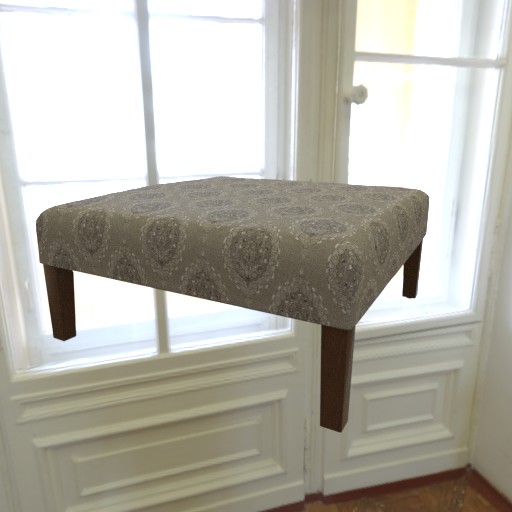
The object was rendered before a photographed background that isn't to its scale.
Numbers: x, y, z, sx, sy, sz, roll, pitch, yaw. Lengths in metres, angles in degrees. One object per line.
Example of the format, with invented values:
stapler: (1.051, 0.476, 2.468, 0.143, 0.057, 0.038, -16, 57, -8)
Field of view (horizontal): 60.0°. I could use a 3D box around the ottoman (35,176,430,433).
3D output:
ottoman: (0.000, 0.000, 1.399, 0.889, 0.411, 0.890, 9, 18, 28)
